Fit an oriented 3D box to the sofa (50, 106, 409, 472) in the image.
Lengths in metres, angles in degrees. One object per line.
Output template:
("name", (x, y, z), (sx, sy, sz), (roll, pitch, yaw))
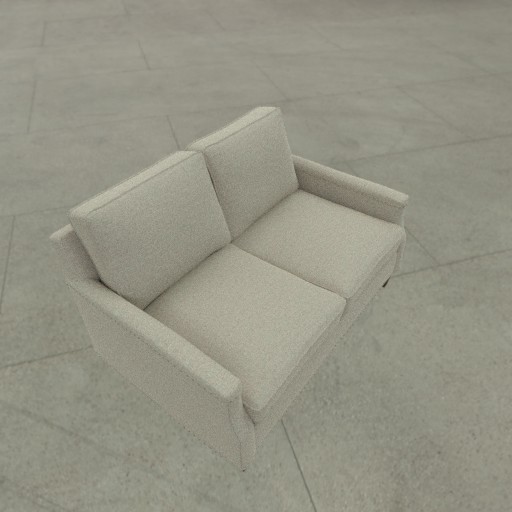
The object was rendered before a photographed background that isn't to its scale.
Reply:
("sofa", (0.000, 0.000, 2.300), (1.084, 1.003, 1.597), (27, 48, 27))
